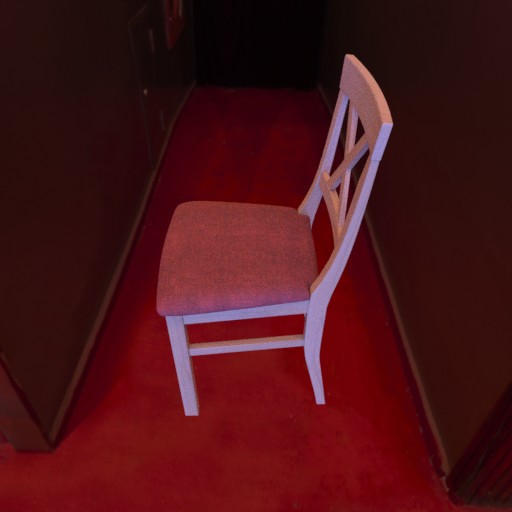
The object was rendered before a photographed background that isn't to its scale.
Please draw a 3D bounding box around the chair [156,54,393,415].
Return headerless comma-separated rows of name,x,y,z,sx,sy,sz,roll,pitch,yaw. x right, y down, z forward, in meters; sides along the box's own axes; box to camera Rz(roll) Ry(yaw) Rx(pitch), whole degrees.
chair,0.000,0.000,1.187,0.492,0.912,0.439,-1,41,-1
